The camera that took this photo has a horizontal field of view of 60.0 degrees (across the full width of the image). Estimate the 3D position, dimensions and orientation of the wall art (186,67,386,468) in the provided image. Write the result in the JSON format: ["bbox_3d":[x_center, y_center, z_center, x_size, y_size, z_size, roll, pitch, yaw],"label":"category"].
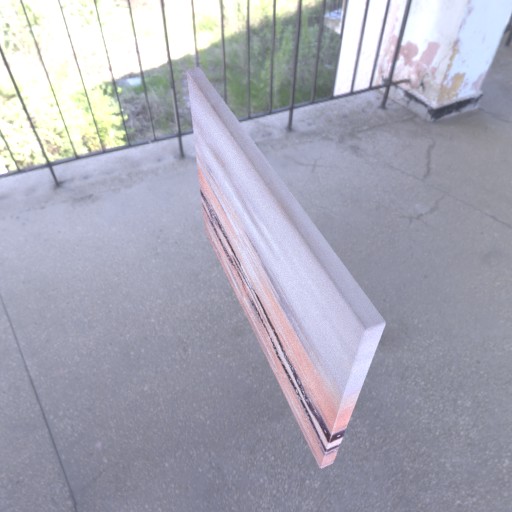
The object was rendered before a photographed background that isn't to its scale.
[{"bbox_3d":[0.000,0.000,1.152,0.038,0.609,0.913,-17,49,-15],"label":"wall art"}]
